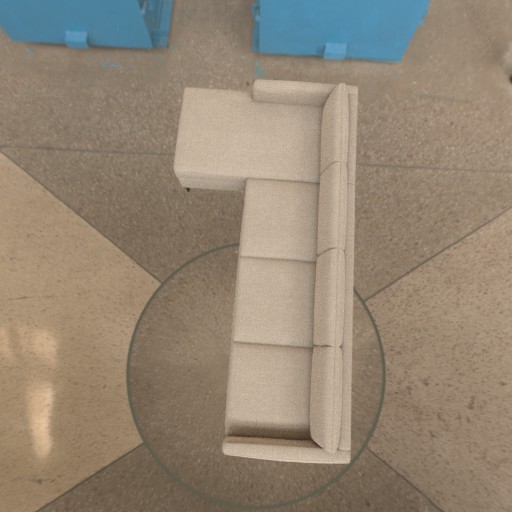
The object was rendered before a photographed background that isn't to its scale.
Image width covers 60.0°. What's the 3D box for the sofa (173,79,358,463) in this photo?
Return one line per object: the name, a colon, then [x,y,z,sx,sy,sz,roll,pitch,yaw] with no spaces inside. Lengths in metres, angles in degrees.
sofa: [0.000,0.000,3.511,1.469,0.816,2.923,4,76,1]
